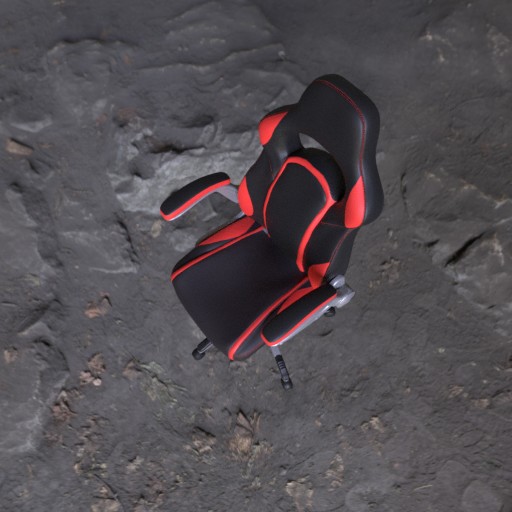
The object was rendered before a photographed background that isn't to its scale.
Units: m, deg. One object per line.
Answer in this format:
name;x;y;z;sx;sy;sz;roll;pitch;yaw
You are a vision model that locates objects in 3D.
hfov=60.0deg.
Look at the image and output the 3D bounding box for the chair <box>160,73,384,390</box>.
chair;0.000;0.000;1.603;0.712;1.165;0.758;-35;67;-17
